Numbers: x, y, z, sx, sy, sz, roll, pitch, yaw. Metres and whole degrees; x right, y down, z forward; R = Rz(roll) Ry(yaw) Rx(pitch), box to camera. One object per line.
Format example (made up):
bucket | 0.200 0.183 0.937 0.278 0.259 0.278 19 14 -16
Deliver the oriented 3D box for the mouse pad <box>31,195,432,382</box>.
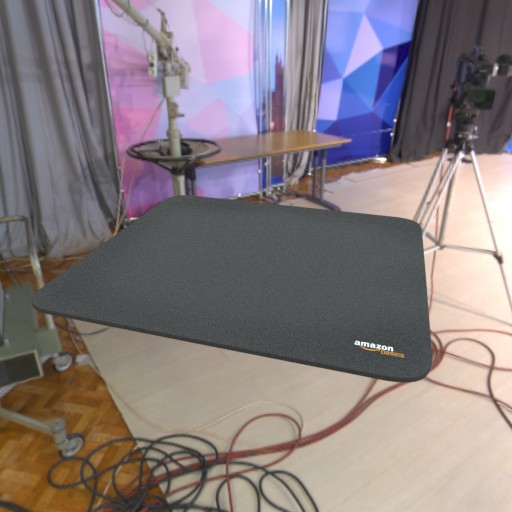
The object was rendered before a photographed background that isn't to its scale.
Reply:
mouse pad | 0.000 0.000 0.315 0.229 0.003 0.203 8 28 15
